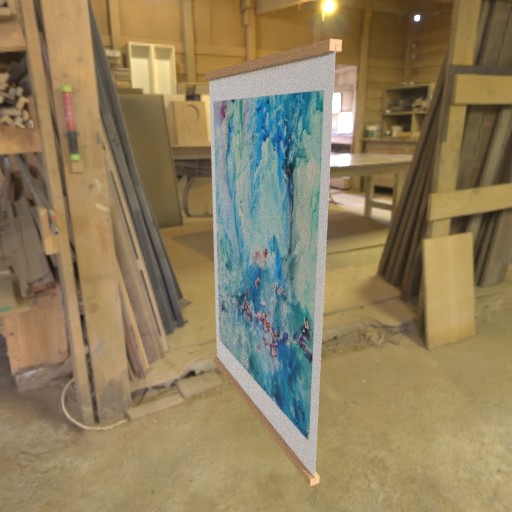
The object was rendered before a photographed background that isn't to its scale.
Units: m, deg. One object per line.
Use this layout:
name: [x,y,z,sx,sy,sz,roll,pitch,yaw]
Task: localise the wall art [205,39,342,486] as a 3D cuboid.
wall art: [0.000,0.000,1.858,0.040,1.510,0.991,-8,19,-25]
